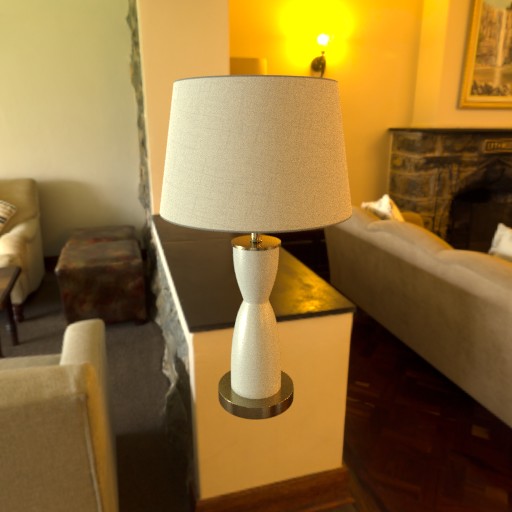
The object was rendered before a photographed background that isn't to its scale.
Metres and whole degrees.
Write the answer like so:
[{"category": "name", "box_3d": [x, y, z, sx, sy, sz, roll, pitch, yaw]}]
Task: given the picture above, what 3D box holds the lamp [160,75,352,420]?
[{"category": "lamp", "box_3d": [0.000, 0.000, 0.748, 0.309, 0.545, 0.309, 0, 17, 0]}]
